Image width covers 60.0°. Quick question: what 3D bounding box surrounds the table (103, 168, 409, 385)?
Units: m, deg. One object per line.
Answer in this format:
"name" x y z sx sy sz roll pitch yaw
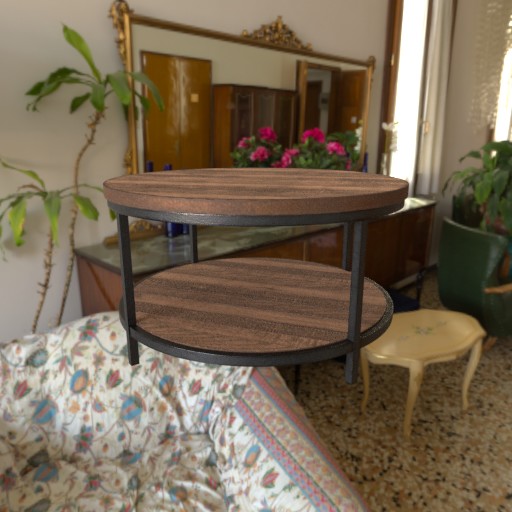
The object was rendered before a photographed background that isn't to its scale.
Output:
"table" 0.000 0.000 1.338 0.837 0.462 0.837 0 15 0
